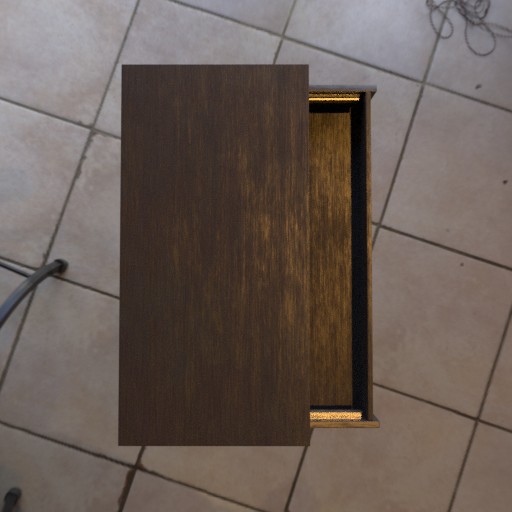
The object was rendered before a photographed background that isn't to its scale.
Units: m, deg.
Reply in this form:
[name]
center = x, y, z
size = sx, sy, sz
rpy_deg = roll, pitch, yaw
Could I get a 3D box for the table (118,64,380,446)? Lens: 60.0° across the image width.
[table]
center = 0.000, 0.000, 1.443
size = 0.712, 0.570, 1.000
rpy_deg = 0, 88, 0
